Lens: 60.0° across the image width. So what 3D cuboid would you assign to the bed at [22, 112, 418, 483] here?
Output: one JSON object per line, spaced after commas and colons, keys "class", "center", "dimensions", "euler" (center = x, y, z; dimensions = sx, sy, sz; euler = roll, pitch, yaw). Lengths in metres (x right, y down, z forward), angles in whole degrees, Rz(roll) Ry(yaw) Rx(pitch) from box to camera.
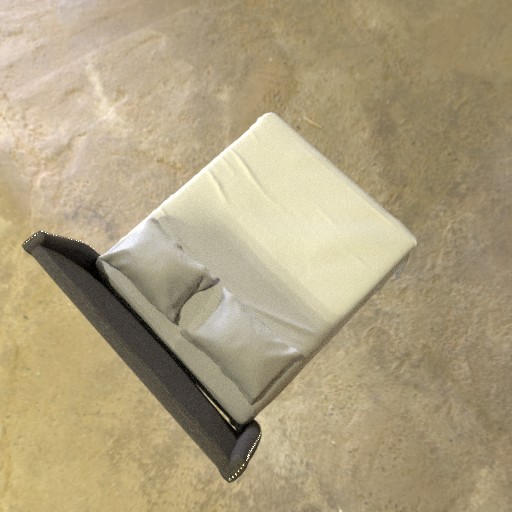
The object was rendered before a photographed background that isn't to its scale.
{"class": "bed", "center": [0.000, 0.000, 3.406], "dimensions": [2.276, 1.332, 1.925], "euler": [-43, 78, -11]}
